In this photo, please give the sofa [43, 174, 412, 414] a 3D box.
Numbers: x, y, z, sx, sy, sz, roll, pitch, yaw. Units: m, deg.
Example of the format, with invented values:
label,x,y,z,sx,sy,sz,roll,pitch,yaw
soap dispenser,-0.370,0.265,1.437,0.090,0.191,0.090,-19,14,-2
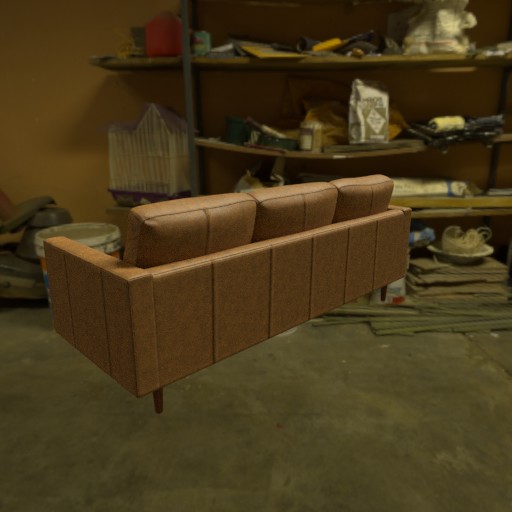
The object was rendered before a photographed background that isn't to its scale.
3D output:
label,x,y,z,sx,sy,sz,roll,pitch,yaw
sofa,0.000,0.000,2.778,2.231,0.930,0.903,-15,22,-42
